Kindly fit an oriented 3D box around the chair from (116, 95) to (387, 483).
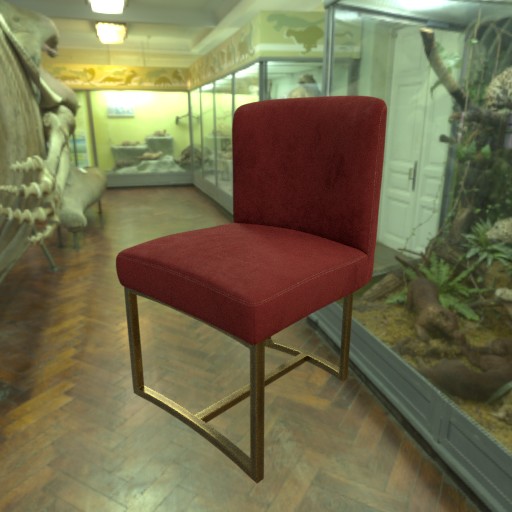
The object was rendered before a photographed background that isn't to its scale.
[{"bbox_3d":[0.000,0.000,1.190,0.530,0.824,0.560,15,22,41],"label":"chair"}]
